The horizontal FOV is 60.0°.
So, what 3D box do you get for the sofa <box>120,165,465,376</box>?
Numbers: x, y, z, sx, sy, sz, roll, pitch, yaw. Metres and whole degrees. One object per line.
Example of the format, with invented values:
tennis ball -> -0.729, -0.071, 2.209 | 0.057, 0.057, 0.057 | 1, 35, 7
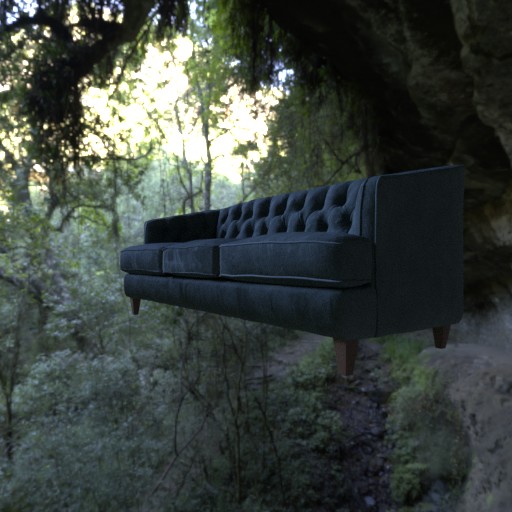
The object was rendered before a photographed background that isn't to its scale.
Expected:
sofa -> 0.000, 0.000, 2.629 | 0.941, 0.855, 2.278 | 0, -1, -35
